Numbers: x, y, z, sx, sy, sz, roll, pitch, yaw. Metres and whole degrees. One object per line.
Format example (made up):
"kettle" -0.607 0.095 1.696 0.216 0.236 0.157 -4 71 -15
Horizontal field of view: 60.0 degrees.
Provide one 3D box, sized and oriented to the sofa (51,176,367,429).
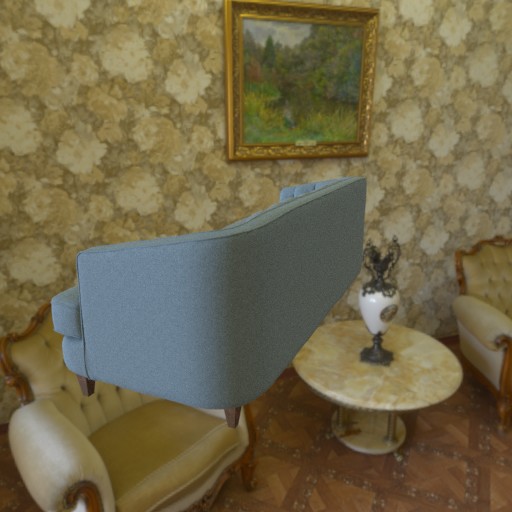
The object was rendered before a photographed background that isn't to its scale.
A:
"sofa" 0.000 0.000 2.682 0.941 0.855 2.278 7 17 24
